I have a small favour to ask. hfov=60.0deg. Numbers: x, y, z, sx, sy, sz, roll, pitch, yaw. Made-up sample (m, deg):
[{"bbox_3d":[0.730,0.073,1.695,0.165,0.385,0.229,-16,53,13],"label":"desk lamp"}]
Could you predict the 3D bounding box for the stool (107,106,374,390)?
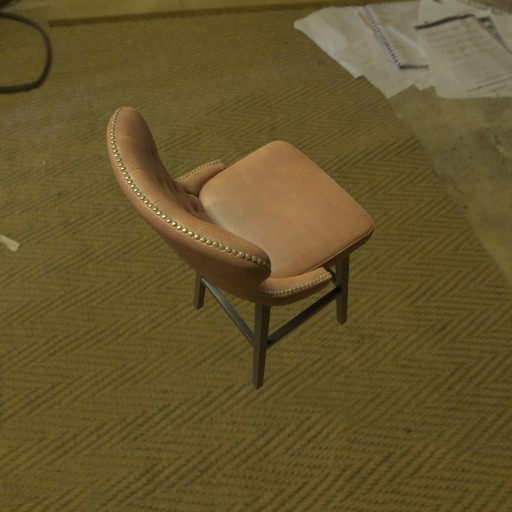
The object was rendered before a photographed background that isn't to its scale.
[{"bbox_3d":[0.000,0.000,1.367,0.601,1.050,0.528,-33,64,-18],"label":"stool"}]
